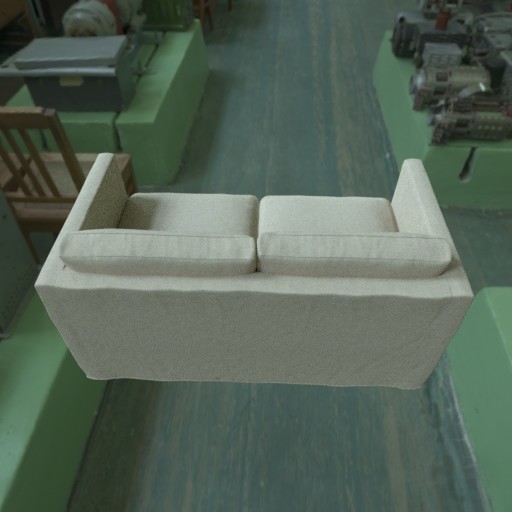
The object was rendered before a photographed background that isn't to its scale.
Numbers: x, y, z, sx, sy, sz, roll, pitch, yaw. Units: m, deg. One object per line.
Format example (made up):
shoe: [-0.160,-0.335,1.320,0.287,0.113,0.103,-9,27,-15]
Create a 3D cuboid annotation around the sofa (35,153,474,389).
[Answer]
sofa: [0.000,0.000,2.214,1.719,0.835,0.962,1,46,1]
